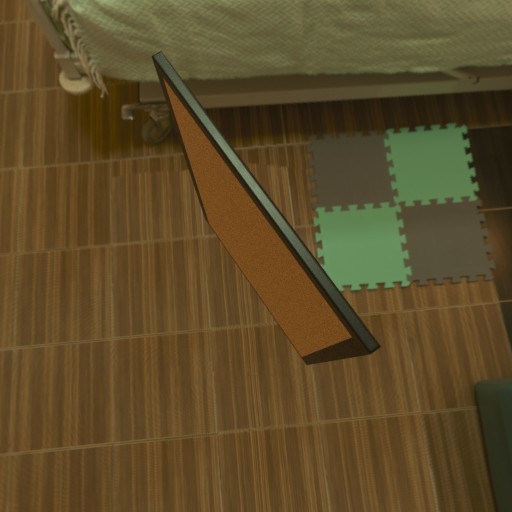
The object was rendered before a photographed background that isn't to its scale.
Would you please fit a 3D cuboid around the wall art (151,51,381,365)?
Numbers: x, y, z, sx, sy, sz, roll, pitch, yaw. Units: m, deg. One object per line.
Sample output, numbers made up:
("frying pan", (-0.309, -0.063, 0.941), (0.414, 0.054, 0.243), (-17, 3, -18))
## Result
("wall art", (0.000, 0.000, 0.870), (0.016, 0.657, 0.480), (-34, 78, -8))
